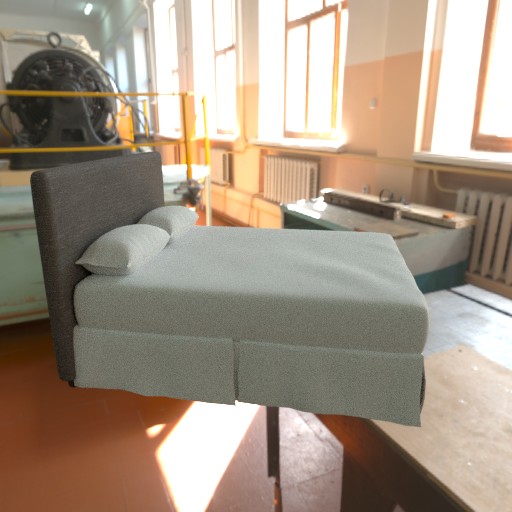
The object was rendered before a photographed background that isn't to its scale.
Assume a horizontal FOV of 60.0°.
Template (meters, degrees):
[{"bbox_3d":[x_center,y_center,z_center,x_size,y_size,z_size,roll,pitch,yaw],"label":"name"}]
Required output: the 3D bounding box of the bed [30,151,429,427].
[{"bbox_3d":[0.000,0.000,3.111,2.142,1.330,1.723,3,17,9],"label":"bed"}]
